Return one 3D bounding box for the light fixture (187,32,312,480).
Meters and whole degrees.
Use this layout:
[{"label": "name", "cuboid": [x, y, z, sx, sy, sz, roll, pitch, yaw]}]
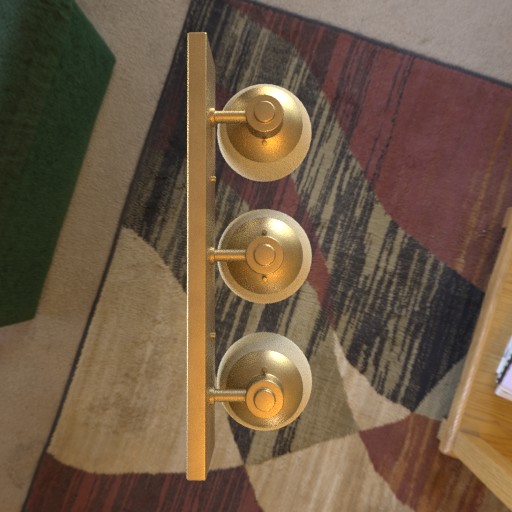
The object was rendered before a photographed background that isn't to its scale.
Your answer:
[{"label": "light fixture", "cuboid": [0.000, 0.000, 0.841, 0.218, 0.263, 0.721, 0, 89, 1]}]
